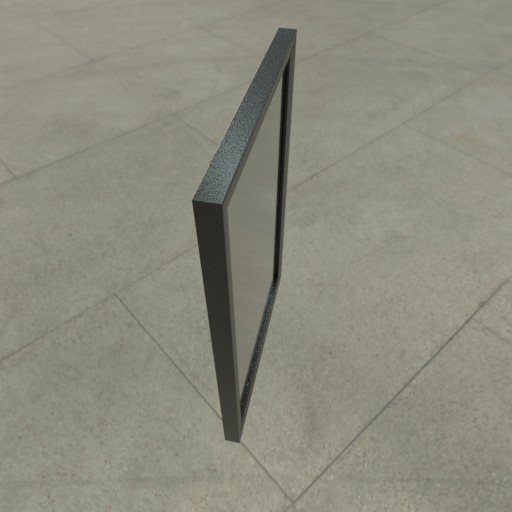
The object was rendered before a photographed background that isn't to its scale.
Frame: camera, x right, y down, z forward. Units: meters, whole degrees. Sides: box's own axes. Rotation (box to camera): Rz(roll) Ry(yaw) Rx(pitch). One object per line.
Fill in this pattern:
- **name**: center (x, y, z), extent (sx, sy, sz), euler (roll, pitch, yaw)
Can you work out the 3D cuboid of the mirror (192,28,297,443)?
- **mirror**: center (0.000, 0.000, 0.916), extent (0.040, 0.710, 0.507), euler (10, 48, 9)
